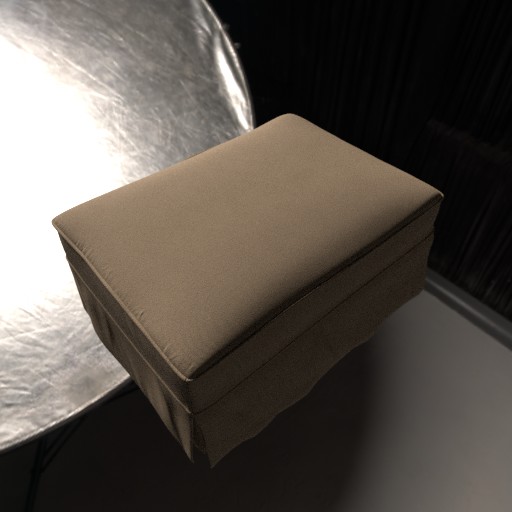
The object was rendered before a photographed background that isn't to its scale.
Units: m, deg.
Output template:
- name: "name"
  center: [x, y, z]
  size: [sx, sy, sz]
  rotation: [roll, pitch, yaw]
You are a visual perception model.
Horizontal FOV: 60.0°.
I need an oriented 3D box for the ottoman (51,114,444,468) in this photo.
- name: "ottoman"
  center: [0.000, 0.000, 1.354]
  size: [0.959, 0.482, 0.721]
  rotation: [-32, 54, -27]
